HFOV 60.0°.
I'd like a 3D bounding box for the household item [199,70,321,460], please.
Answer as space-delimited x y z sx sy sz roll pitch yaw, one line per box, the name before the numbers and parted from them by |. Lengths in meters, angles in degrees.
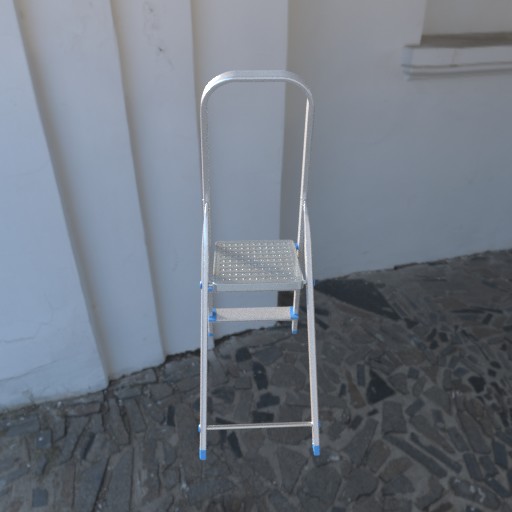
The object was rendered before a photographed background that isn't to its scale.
household item | 0.000 0.000 1.522 0.420 1.215 0.687 -1 30 -2
